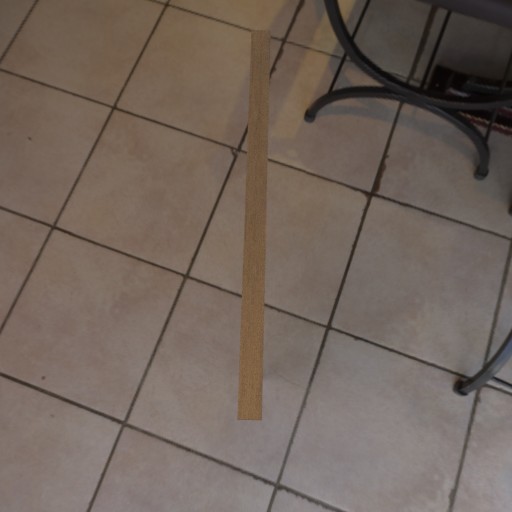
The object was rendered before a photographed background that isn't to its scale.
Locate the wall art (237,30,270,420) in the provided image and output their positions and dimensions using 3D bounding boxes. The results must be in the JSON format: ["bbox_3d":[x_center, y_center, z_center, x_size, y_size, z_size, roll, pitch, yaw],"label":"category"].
[{"bbox_3d":[0.000,0.000,1.179,0.039,0.758,0.758,2,74,0],"label":"wall art"}]
